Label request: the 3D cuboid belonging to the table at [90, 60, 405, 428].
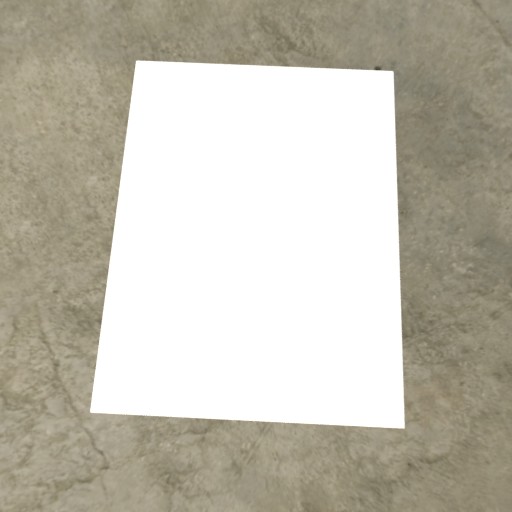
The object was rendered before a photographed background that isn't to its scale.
[{"bbox_3d":[0.000,0.000,0.794,0.399,0.357,0.517,3,76,1],"label":"table"}]
